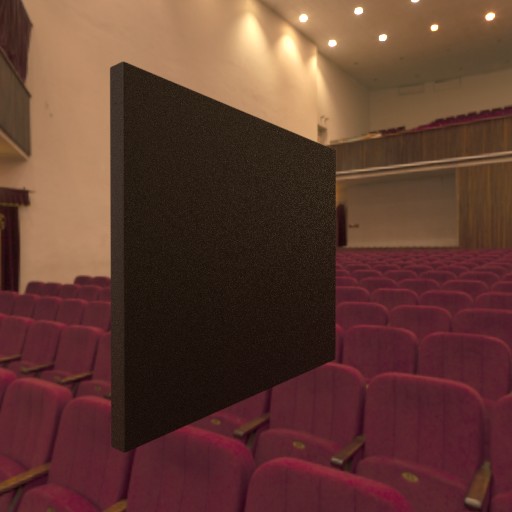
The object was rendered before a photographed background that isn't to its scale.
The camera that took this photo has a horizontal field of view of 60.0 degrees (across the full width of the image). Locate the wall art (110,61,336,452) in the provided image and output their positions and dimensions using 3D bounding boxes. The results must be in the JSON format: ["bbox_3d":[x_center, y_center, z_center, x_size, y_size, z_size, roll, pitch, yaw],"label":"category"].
[{"bbox_3d":[0.000,0.000,0.747,0.031,0.457,0.558,0,1,36],"label":"wall art"}]
